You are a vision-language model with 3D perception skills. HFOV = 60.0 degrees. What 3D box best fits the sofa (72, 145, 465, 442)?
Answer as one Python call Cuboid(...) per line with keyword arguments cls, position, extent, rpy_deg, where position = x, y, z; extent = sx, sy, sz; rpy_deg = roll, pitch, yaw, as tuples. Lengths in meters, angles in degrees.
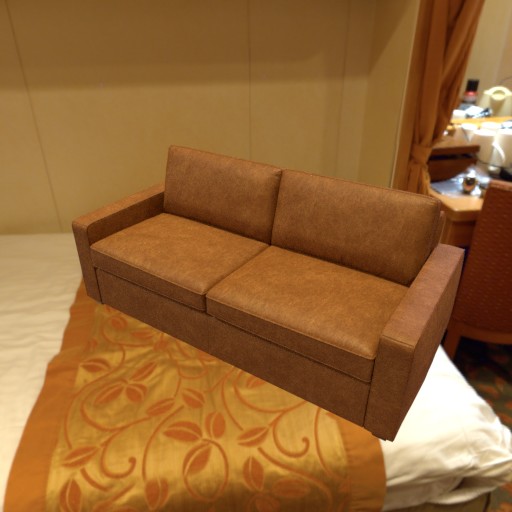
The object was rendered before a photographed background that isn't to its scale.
Cuboid(cls="sofa", position=(0.000, 0.000, 2.627), extent=(2.156, 0.928, 0.991), rpy_deg=(18, 34, 28))
